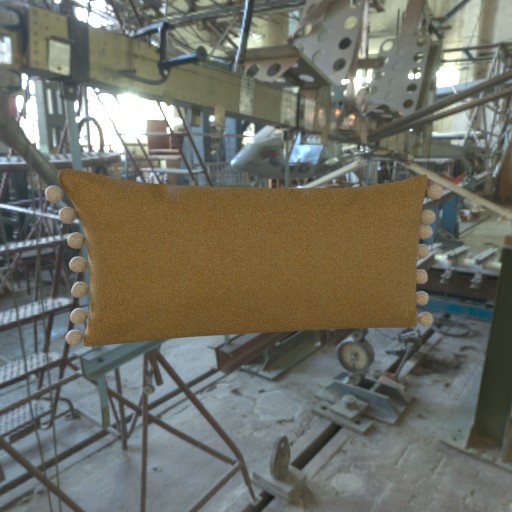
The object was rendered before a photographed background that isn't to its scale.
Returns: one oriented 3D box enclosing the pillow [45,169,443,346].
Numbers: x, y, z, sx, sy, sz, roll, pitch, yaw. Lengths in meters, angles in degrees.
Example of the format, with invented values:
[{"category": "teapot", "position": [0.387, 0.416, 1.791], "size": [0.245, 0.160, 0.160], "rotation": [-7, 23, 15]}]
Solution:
[{"category": "pillow", "position": [0.000, 0.000, 0.822], "size": [0.709, 0.322, 0.201], "rotation": [-2, 14, -7]}]
